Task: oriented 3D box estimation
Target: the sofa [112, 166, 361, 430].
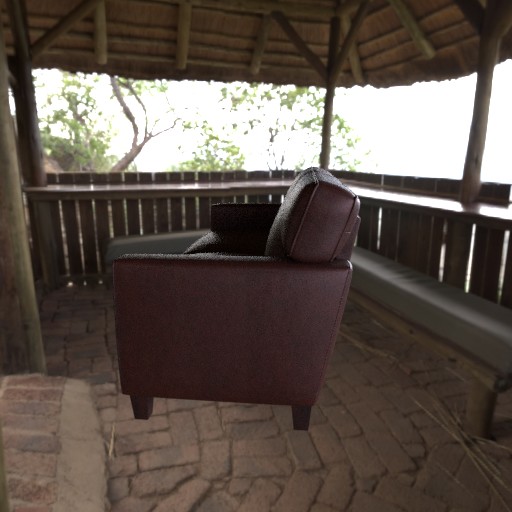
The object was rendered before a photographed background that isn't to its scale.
[{"bbox_3d":[0.000,0.000,2.428,0.912,0.928,1.876,1,13,6],"label":"sofa"}]
